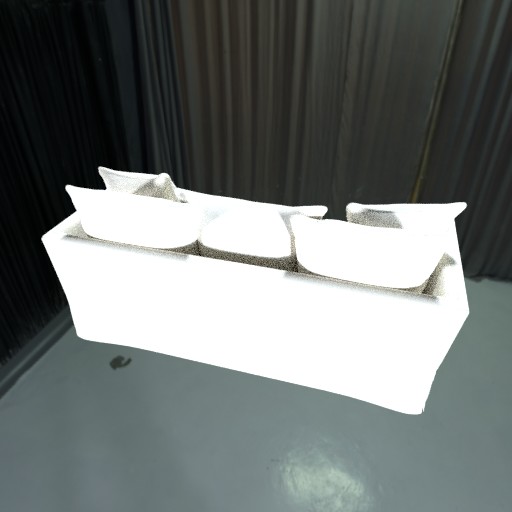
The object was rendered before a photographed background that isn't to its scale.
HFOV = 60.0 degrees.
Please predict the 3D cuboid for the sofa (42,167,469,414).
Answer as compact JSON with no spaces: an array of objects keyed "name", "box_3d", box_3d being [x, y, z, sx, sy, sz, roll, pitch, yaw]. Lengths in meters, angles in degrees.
[{"name":"sofa","box_3d":[0.000,0.000,2.762,2.290,1.034,1.031,9,34,14]}]
